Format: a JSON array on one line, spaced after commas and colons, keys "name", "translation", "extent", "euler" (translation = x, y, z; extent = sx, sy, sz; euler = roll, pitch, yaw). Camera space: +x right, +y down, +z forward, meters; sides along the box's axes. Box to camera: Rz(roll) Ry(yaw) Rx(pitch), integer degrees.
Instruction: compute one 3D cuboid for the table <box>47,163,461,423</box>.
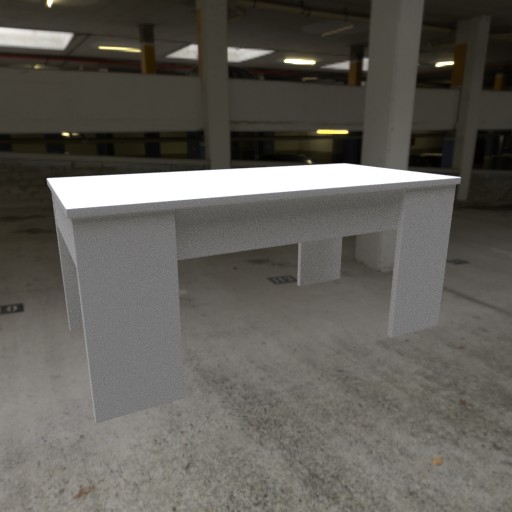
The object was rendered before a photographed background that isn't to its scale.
[{"name": "table", "translation": [0.000, 0.000, 1.257], "extent": [1.000, 0.440, 0.500], "euler": [-9, 19, -27]}]
